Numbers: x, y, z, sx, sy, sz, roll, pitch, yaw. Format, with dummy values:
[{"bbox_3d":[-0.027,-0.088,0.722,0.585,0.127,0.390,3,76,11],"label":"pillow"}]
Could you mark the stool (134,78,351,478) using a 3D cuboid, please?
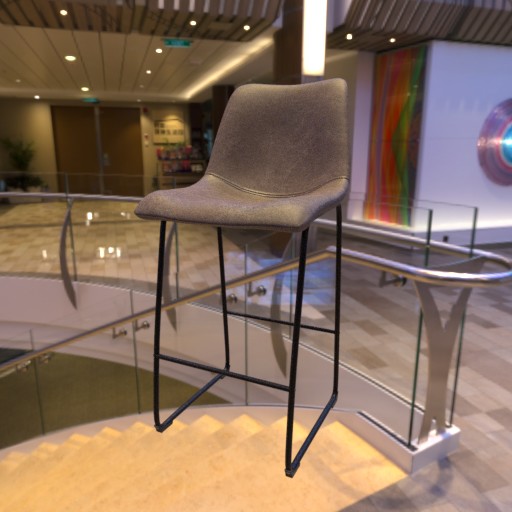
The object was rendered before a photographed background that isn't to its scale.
[{"bbox_3d":[0.000,0.000,1.378,0.514,1.082,0.561,7,15,26],"label":"stool"}]
